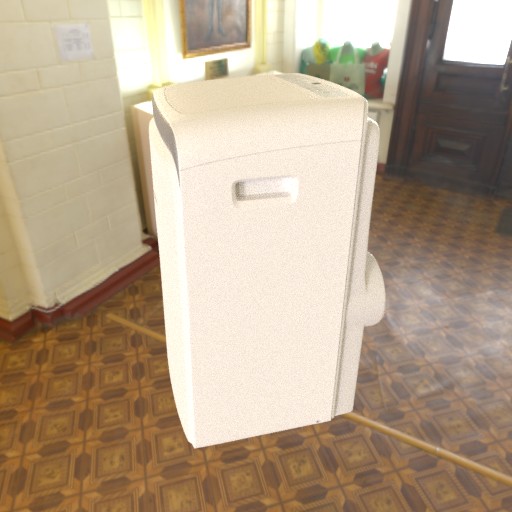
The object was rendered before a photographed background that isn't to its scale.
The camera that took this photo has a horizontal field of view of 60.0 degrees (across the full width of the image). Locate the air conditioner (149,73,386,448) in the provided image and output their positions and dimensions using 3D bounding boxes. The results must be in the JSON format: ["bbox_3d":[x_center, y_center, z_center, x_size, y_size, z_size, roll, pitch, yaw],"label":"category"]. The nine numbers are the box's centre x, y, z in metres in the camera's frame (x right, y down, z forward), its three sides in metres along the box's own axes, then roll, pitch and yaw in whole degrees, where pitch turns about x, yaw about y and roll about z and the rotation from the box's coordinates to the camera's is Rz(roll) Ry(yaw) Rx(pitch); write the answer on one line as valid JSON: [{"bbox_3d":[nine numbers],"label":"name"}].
[{"bbox_3d":[0.000,0.000,1.056,0.467,0.765,0.478,-8,31,-14],"label":"air conditioner"}]
